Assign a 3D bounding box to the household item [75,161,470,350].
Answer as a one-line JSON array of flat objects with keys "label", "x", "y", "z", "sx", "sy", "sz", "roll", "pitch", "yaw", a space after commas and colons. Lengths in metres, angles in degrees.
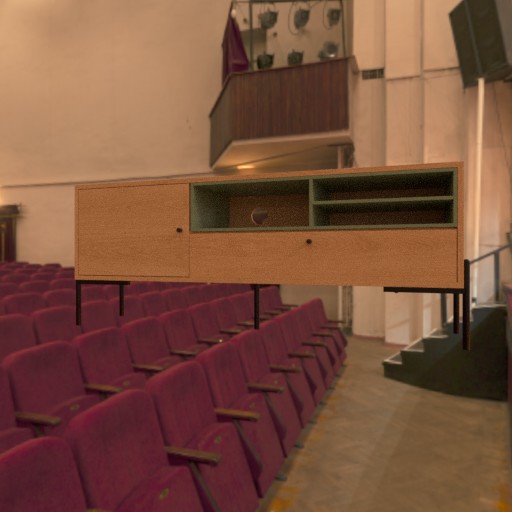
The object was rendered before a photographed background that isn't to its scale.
[{"label": "household item", "x": 0.000, "y": 0.000, "z": 1.810, "sx": 1.550, "sy": 0.600, "sz": 0.400, "roll": 0, "pitch": 0, "yaw": 19}]
